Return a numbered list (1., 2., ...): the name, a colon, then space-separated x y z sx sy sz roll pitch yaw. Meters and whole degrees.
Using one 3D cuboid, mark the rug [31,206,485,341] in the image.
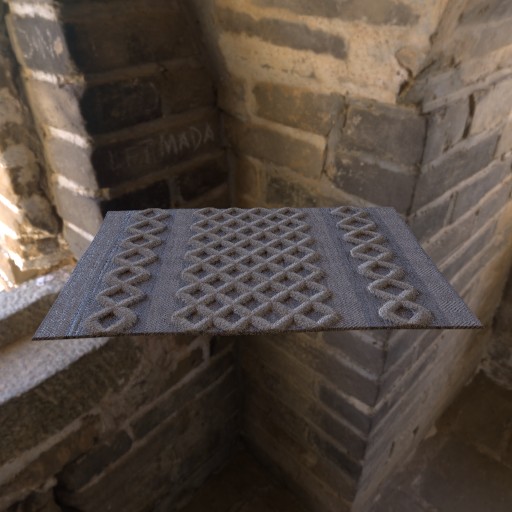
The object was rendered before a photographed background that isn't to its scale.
1. rug: 0.000 0.000 2.301 1.823 0.030 1.222 -1 30 -2
